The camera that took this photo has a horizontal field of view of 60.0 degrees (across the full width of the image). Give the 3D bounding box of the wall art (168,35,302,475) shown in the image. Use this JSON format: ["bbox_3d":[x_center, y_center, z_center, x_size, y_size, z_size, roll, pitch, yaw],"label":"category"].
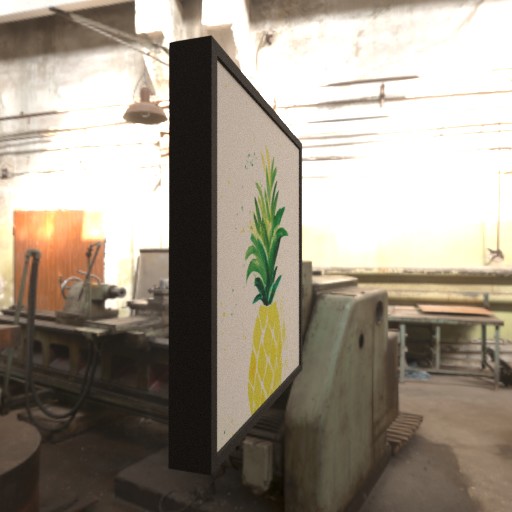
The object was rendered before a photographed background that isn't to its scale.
[{"bbox_3d":[0.000,0.000,0.456,0.033,0.304,0.305,0,0,18],"label":"wall art"}]
